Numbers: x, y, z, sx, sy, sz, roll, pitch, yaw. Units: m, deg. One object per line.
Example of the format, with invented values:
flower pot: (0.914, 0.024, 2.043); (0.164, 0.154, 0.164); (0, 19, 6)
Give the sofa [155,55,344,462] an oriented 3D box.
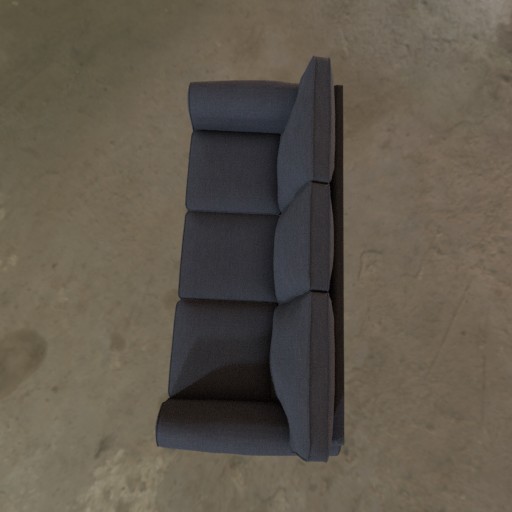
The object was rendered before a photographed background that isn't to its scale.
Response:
sofa: (0.000, 0.000, 2.570); (0.909, 0.966, 2.084); (3, 75, 1)
